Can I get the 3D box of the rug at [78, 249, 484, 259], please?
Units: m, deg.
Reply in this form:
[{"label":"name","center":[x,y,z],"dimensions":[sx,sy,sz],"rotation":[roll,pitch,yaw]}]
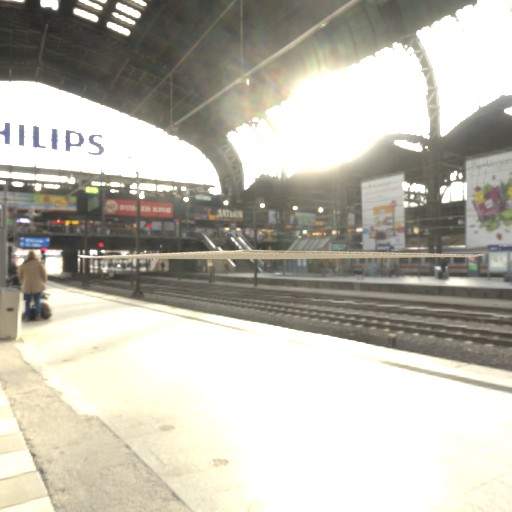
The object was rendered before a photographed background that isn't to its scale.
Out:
[{"label":"rug","center":[0.000,0.000,3.921],"dimensions":[2.277,0.035,2.897],"rotation":[1,-1,-36]}]
